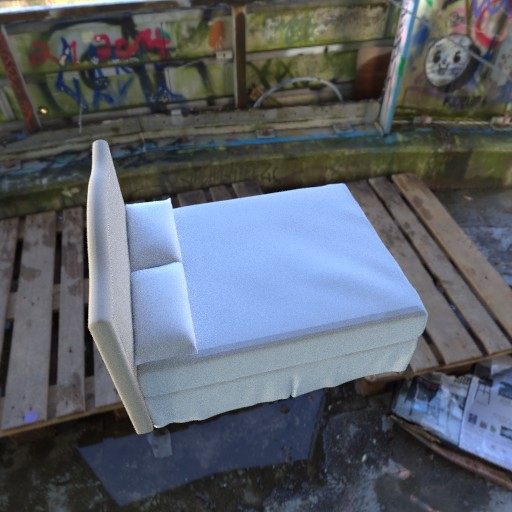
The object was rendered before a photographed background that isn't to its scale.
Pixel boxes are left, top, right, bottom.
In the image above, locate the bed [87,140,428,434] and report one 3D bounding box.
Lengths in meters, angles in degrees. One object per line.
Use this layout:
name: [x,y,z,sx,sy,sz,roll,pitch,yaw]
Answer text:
bed: [0.000,0.000,3.234,2.052,1.398,1.678,-10,46,-10]
